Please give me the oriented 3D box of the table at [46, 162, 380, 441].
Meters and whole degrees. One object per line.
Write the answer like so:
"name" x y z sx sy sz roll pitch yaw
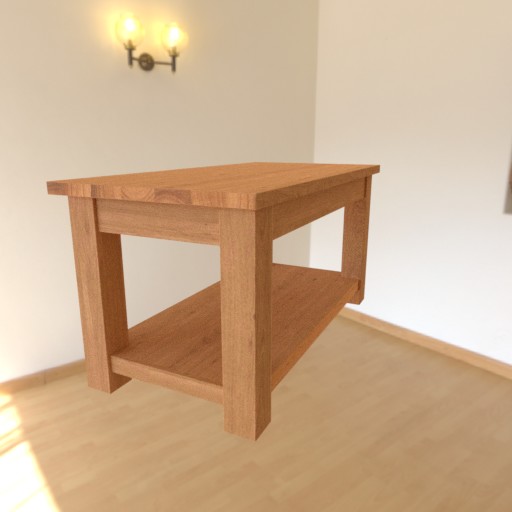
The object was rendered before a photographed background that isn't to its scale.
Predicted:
"table" 0.000 0.000 1.198 0.450 0.452 0.899 7 16 26
